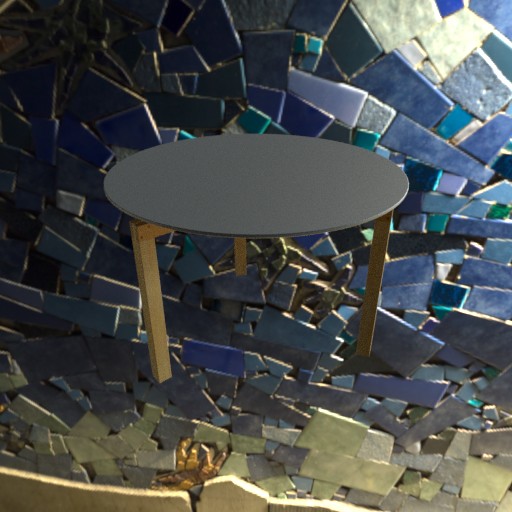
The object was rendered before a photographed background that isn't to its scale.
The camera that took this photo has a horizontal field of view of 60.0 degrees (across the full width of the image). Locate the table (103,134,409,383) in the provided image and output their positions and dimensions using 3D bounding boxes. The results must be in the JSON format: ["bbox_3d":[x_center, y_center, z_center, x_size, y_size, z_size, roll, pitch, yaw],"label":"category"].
[{"bbox_3d":[0.000,0.000,1.007,0.600,0.405,0.600,0,29,0],"label":"table"}]
